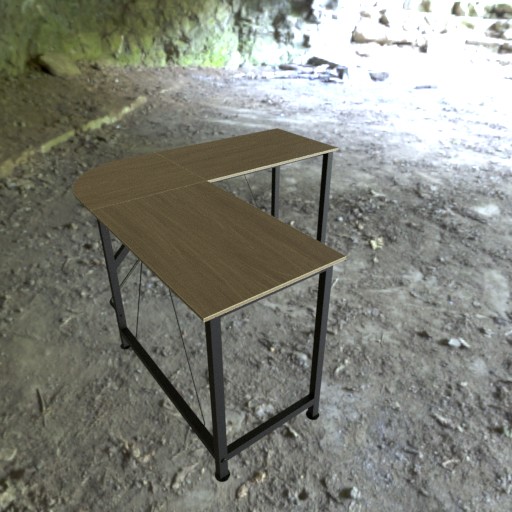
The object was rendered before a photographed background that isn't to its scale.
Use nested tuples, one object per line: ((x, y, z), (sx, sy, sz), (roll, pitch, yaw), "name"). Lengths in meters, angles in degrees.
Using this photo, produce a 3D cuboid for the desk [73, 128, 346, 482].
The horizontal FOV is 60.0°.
((0.000, 0.000, 2.198), (1.400, 0.762, 1.400), (-21, 36, -31), "desk")
